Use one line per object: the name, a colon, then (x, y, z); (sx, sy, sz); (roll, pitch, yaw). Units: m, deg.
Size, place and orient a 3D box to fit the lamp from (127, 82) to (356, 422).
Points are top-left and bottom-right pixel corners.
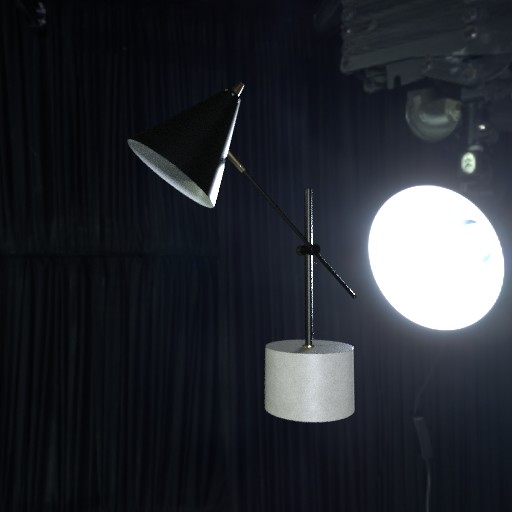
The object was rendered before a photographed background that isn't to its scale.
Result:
lamp: (0.000, 0.000, 0.713); (0.403, 0.518, 0.214); (1, -2, -18)
